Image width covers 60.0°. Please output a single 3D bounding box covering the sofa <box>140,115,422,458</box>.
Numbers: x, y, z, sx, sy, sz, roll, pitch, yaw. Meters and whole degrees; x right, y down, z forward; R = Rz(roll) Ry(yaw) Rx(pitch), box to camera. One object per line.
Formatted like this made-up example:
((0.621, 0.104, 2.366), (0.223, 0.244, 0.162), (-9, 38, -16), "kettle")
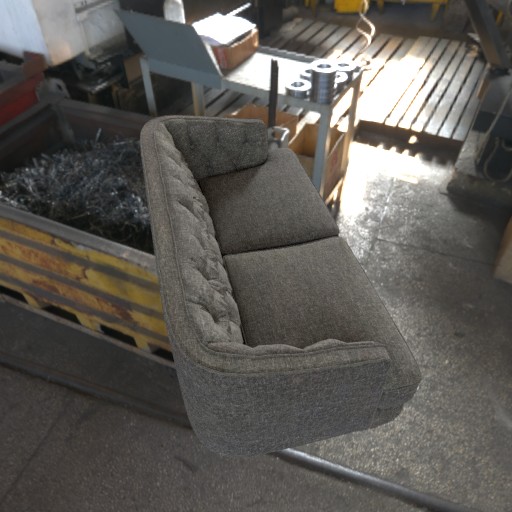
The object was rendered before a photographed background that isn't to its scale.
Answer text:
((0.000, 0.000, 2.225), (0.941, 0.855, 1.733), (-10, 46, -10), "sofa")
